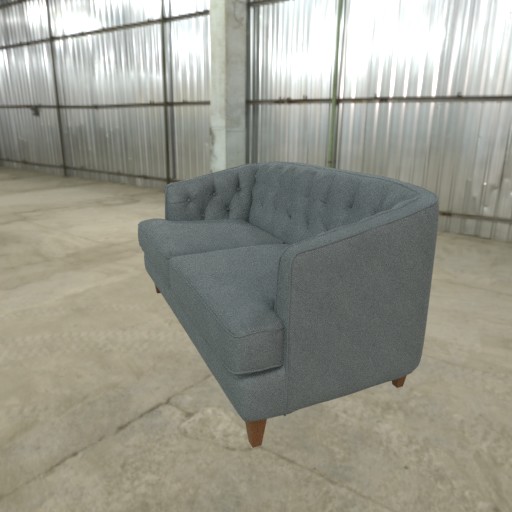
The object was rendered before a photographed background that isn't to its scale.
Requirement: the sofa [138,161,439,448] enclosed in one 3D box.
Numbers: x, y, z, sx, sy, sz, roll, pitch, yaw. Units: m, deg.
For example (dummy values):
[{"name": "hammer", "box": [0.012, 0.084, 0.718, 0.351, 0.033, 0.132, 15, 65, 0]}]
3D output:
[{"name": "sofa", "box": [0.000, 0.000, 2.265, 0.941, 0.855, 1.733, -7, 18, -23]}]
